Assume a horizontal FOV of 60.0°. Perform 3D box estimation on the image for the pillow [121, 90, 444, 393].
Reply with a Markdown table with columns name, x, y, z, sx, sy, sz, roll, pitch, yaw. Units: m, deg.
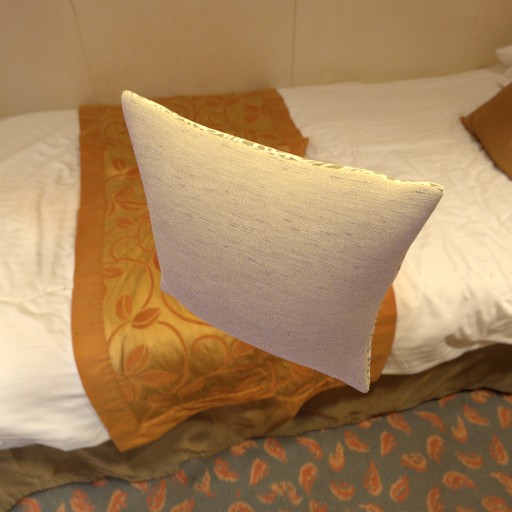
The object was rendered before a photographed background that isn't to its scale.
| name | x | y | z | sx | sy | sz | roll | pitch | yaw |
| --- | --- | --- | --- | --- | --- | --- | --- | --- | --- |
| pillow | 0.000 | 0.000 | 0.668 | 0.438 | 0.421 | 0.167 | 23 | 50 | 21 |
